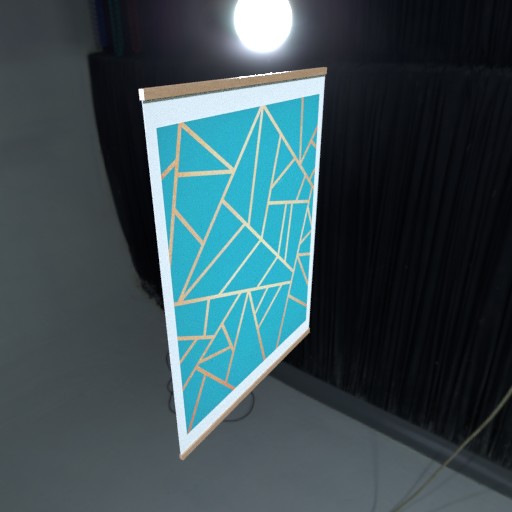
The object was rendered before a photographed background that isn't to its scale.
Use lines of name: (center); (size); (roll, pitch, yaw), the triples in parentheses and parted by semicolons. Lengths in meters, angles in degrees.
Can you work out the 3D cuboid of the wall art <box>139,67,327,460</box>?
wall art: (0.000, 0.000, 1.344); (0.013, 1.016, 0.758); (17, 31, 31)
